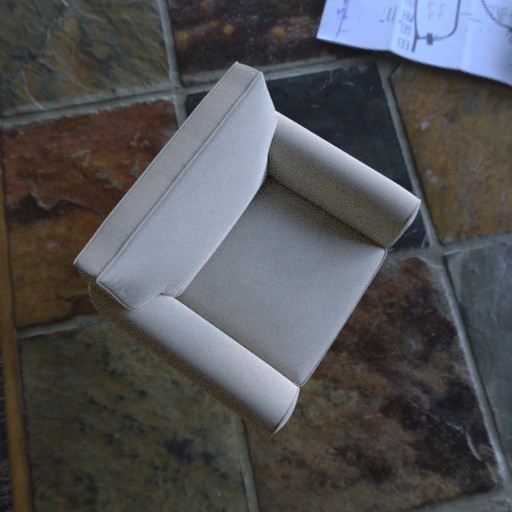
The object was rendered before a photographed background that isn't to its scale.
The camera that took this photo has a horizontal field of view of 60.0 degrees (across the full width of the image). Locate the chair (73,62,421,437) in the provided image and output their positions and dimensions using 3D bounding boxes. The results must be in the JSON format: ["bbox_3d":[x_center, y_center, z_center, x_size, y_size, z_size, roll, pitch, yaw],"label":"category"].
[{"bbox_3d":[0.000,0.000,1.754,0.863,0.955,1.040,34,78,8],"label":"chair"}]
